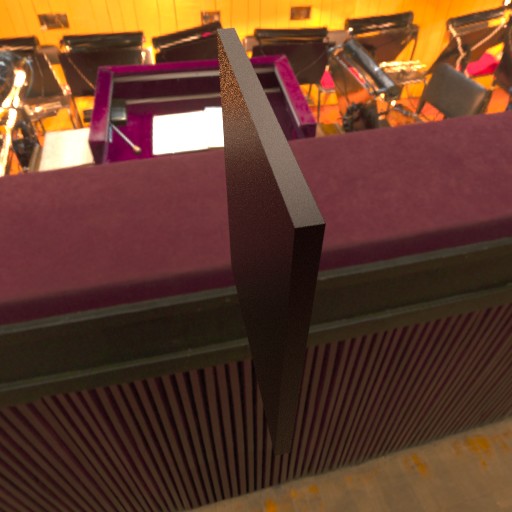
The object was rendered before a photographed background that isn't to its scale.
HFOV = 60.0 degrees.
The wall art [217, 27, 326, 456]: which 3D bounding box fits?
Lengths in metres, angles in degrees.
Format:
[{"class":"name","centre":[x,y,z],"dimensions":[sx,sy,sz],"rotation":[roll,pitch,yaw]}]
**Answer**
[{"class":"wall art","centre":[0.000,0.000,0.739],"dimensions":[0.028,0.557,0.457],"rotation":[-9,48,-8]}]
